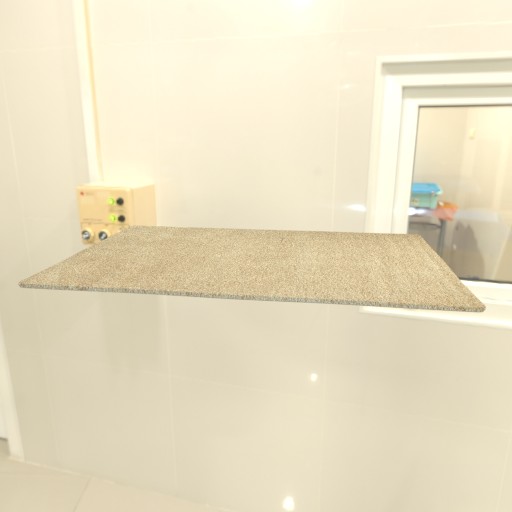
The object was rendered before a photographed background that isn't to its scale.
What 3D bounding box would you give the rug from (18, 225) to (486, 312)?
[{"bbox_3d":[0.000,0.000,2.893,2.349,0.025,1.500,2,16,8],"label":"rug"}]
